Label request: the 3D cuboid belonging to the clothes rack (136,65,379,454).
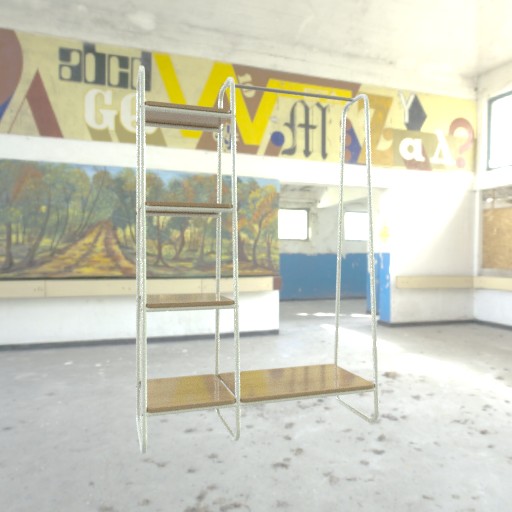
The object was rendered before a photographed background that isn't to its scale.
[{"bbox_3d":[0.000,0.000,1.961,1.011,1.500,0.400,0,0,-18],"label":"clothes rack"}]
